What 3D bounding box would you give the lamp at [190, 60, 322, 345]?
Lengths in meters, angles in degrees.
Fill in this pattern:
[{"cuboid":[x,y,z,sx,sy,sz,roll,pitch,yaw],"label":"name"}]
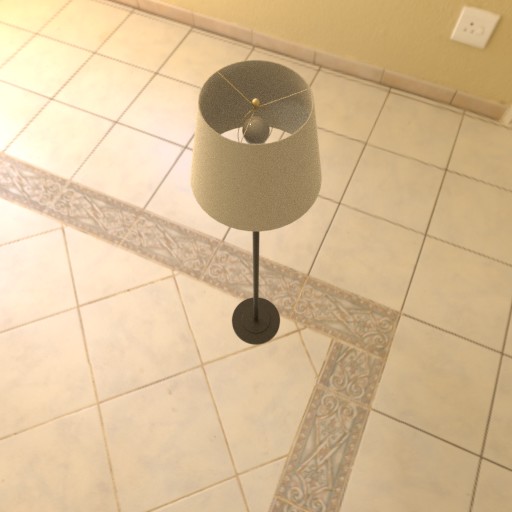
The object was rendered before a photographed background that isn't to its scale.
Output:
[{"cuboid":[0.000,0.000,1.601,0.348,1.473,0.348,13,64,7],"label":"lamp"}]
